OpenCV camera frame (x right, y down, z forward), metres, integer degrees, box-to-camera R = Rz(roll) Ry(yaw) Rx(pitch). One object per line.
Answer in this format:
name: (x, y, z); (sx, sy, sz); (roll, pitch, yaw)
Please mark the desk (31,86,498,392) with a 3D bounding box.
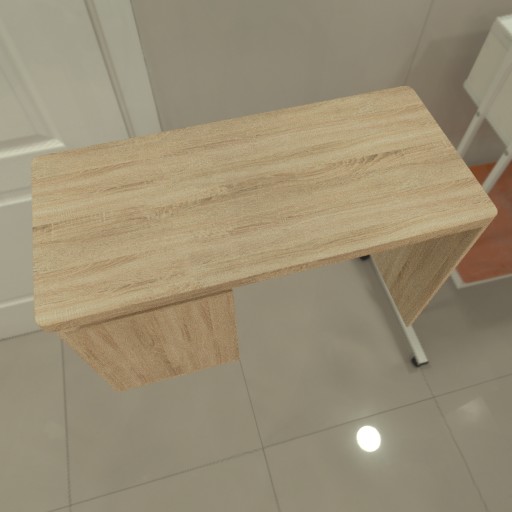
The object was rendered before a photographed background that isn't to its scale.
desk: (0.000, 0.000, 1.553); (1.200, 0.760, 0.550); (-13, 60, -8)
